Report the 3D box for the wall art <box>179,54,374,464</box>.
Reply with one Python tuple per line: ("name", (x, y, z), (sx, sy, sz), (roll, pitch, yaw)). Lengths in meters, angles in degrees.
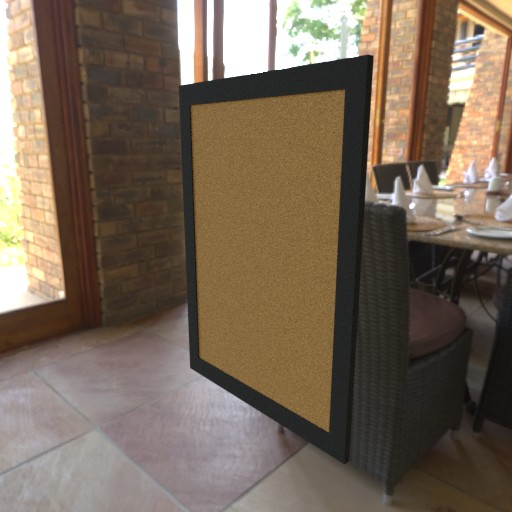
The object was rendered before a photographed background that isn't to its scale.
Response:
("wall art", (0.000, 0.000, 0.688), (0.012, 0.529, 0.374), (-13, 19, -42))
